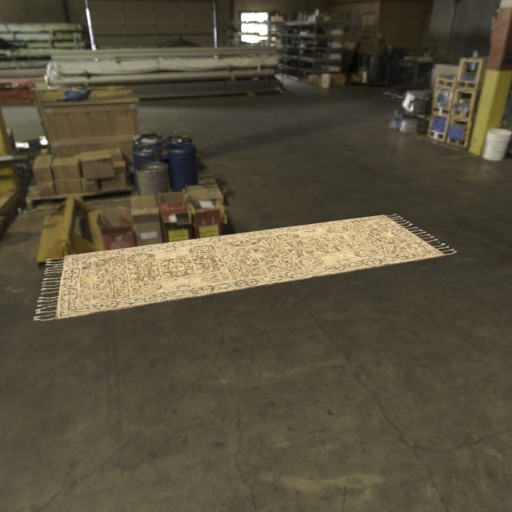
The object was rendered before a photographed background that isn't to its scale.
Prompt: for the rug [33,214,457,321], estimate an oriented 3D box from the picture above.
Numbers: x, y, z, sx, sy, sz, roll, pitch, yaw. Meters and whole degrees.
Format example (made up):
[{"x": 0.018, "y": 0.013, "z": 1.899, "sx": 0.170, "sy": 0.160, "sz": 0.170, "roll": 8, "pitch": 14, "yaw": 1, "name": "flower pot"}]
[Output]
[{"x": 0.000, "y": 0.000, "z": 2.969, "sx": 2.664, "sy": 0.011, "sz": 0.762, "roll": -8, "pitch": 28, "yaw": -16, "name": "rug"}]
